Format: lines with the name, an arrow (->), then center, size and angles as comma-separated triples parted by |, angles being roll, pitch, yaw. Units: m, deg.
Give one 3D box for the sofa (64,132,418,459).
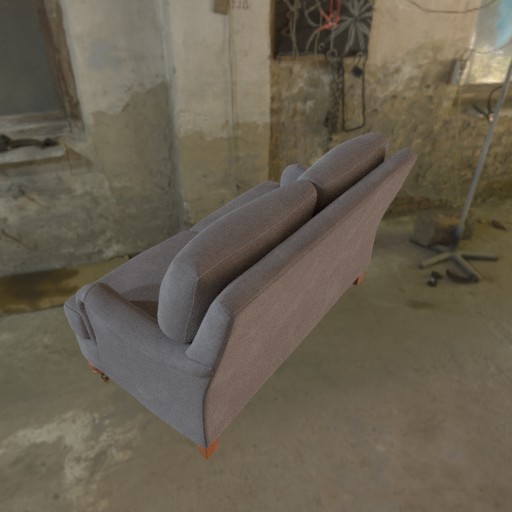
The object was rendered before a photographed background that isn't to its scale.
sofa -> 0.000, 0.000, 2.497 | 1.084, 1.101, 1.853 | 21, 39, 29
